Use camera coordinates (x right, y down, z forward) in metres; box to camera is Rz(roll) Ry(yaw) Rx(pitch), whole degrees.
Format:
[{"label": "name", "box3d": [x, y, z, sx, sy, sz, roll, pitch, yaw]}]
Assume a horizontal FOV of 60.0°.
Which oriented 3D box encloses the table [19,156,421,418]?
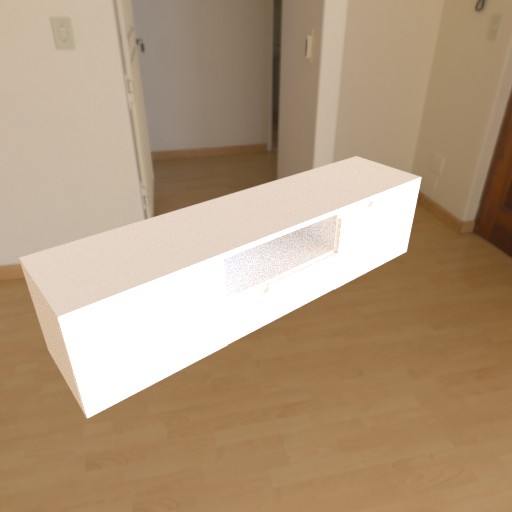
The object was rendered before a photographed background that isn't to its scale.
[{"label": "table", "box3d": [0.000, 0.000, 1.850, 1.650, 0.420, 0.390, -22, 37, -32]}]
